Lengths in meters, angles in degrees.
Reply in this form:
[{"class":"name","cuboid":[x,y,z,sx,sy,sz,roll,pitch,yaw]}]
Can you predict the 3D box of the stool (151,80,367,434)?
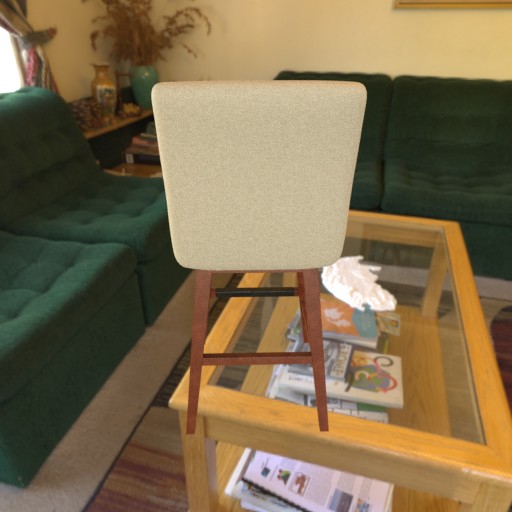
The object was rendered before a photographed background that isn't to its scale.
[{"class":"stool","cuboid":[0.000,0.000,1.386,0.470,1.092,0.559,-1,29,-1]}]
